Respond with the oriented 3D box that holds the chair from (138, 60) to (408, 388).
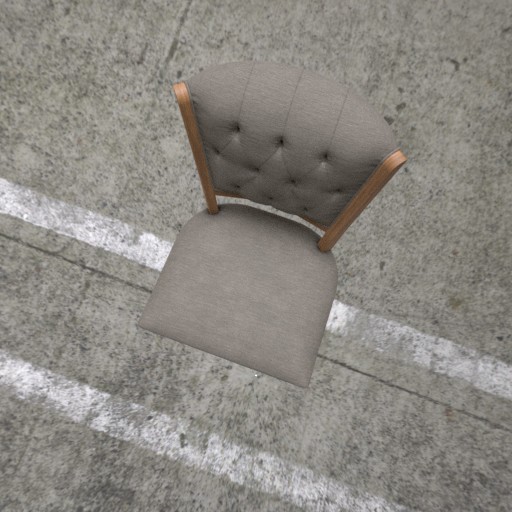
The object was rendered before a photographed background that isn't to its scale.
[{"bbox_3d":[0.000,0.000,1.241,0.513,0.905,0.584,19,76,5],"label":"chair"}]
